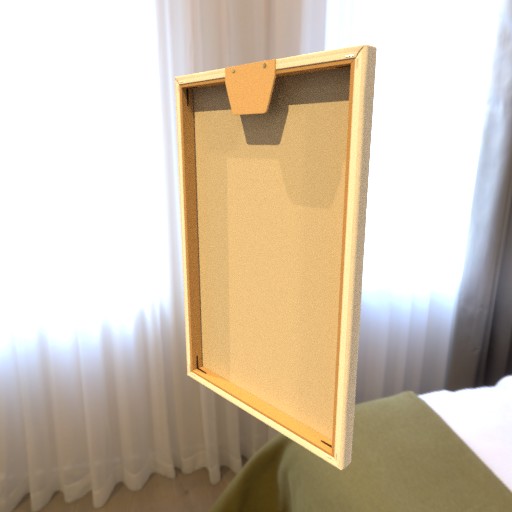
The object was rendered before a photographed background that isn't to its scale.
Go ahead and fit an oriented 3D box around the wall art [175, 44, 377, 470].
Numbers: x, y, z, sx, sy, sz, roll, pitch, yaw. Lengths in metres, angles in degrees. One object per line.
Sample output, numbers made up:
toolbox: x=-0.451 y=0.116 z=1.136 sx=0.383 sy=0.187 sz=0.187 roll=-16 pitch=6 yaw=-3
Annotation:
wall art: x=0.000 y=0.000 z=1.124 sx=0.048 sy=0.902 sz=0.602 roll=-14 pitch=20 yaw=-42
